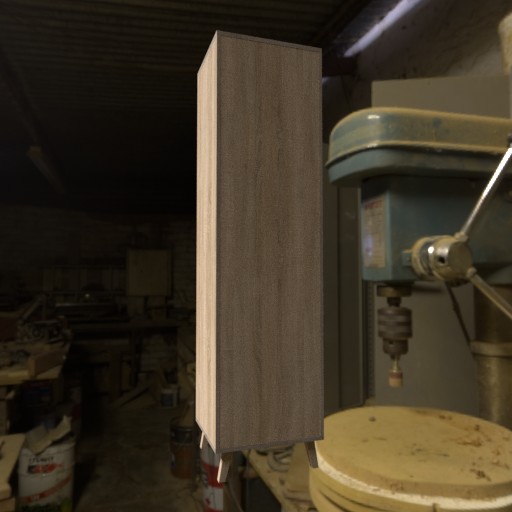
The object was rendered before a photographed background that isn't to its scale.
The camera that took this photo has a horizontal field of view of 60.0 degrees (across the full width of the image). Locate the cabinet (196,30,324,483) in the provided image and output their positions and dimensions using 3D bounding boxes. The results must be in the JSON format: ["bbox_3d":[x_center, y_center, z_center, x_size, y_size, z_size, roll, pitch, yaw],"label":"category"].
[{"bbox_3d":[0.000,0.000,2.201,0.510,1.960,0.450,1,-2,-18],"label":"cabinet"}]
